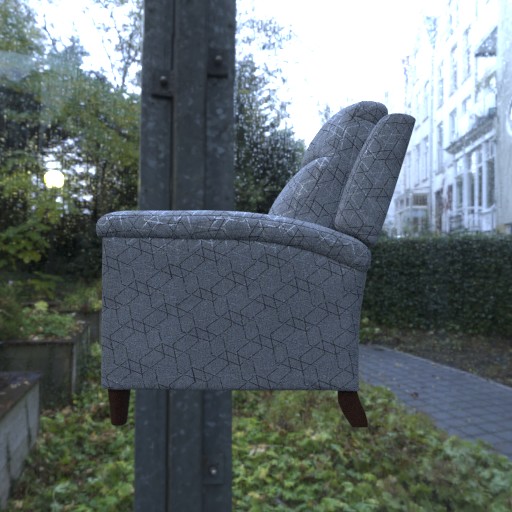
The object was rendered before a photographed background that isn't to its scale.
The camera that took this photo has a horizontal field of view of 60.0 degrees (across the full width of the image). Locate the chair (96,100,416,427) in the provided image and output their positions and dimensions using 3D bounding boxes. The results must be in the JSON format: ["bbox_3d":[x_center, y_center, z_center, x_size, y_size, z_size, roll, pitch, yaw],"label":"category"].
[{"bbox_3d":[0.000,0.000,1.688,0.987,1.048,0.753,0,-1,-1],"label":"chair"}]
